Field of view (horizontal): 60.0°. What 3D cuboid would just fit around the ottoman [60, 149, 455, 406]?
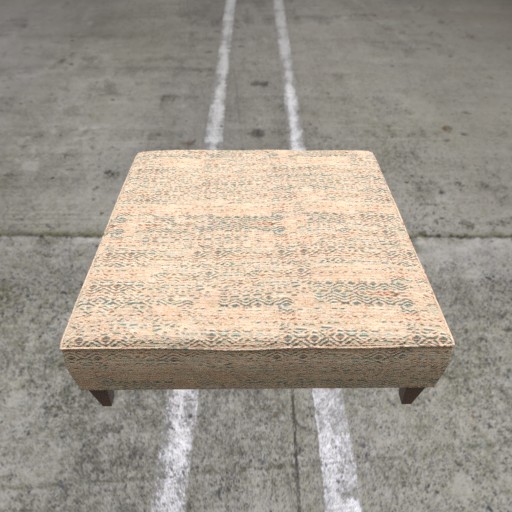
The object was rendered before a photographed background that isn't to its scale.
[{"bbox_3d":[0.000,0.000,1.533,0.968,0.356,1.004,0,41,0],"label":"ottoman"}]
